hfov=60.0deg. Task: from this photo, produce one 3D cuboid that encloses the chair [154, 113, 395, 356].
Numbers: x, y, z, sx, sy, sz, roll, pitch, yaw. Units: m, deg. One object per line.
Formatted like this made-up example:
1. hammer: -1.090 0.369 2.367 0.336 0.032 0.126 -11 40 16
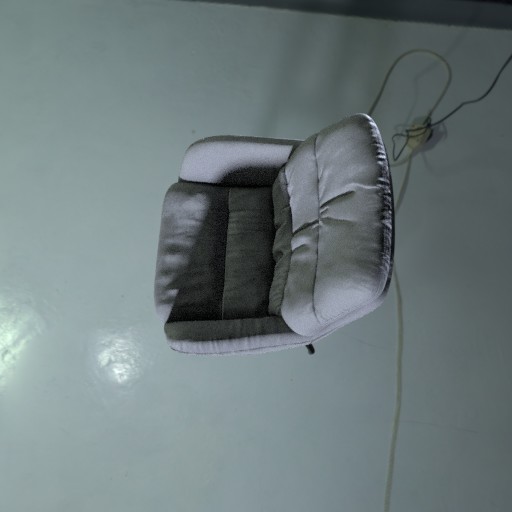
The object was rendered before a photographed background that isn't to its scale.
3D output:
1. chair: 0.000 0.000 1.269 0.569 0.888 0.579 2 75 1
